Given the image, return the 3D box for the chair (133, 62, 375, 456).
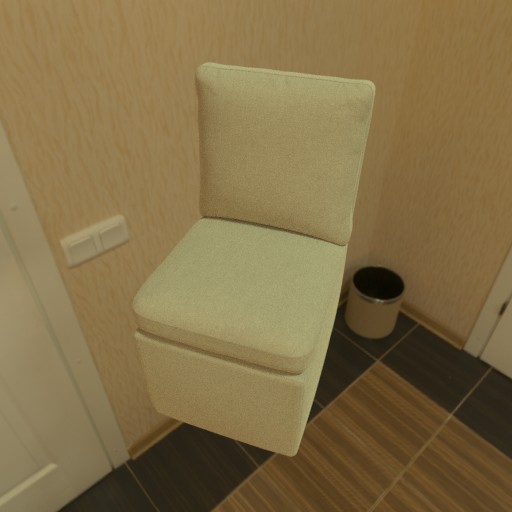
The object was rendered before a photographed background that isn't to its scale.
[{"bbox_3d":[0.000,0.000,1.310,0.503,0.927,0.698,13,42,15],"label":"chair"}]
